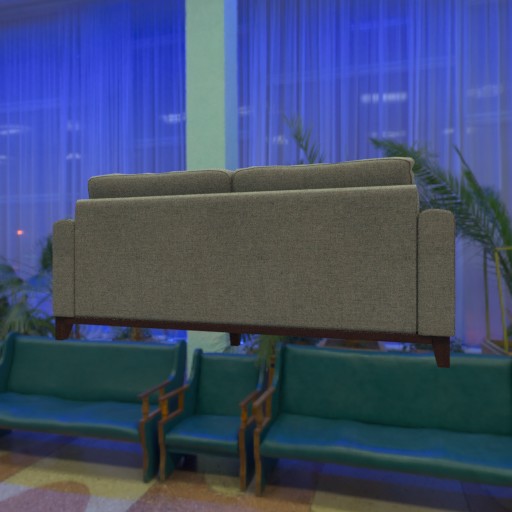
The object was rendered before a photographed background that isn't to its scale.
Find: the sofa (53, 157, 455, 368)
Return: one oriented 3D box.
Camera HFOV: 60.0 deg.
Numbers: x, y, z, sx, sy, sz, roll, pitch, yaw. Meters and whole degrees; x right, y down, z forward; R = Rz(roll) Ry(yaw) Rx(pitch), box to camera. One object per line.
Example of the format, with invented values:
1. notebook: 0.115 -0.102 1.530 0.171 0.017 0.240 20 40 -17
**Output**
1. sofa: 0.000 0.000 2.507 1.978 0.892 0.969 0 0 17
